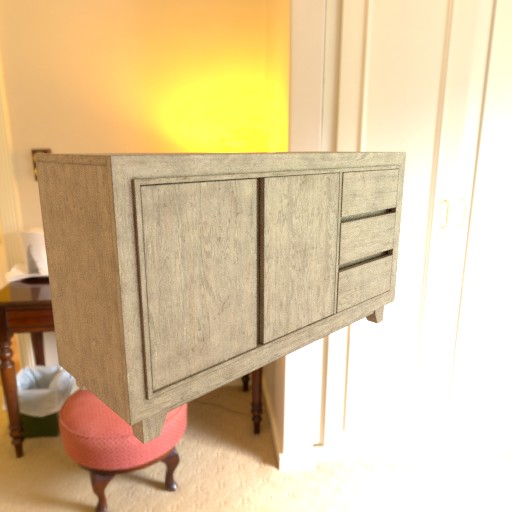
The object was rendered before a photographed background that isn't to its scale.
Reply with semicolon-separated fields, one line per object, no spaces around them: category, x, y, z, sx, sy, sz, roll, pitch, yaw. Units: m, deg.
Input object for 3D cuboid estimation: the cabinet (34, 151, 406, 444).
cabinet;0.000;0.000;1.815;1.460;0.825;0.511;-13;19;-43
